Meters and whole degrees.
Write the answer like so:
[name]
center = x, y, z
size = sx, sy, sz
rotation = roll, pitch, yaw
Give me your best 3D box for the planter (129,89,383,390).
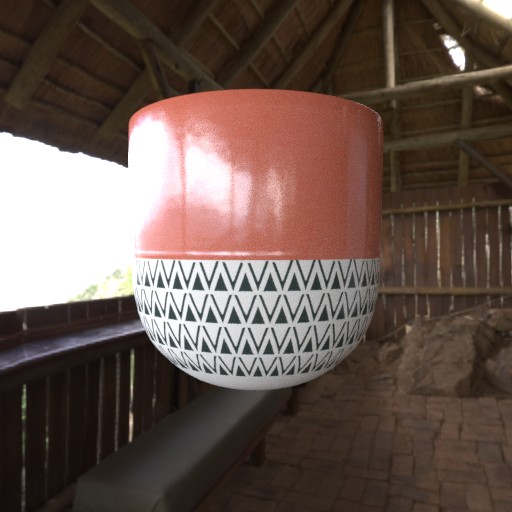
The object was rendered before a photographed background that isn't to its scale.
[planter]
center = 0.000, 0.000, 0.484
size = 0.266, 0.270, 0.266
rotation = 0, 1, 0
